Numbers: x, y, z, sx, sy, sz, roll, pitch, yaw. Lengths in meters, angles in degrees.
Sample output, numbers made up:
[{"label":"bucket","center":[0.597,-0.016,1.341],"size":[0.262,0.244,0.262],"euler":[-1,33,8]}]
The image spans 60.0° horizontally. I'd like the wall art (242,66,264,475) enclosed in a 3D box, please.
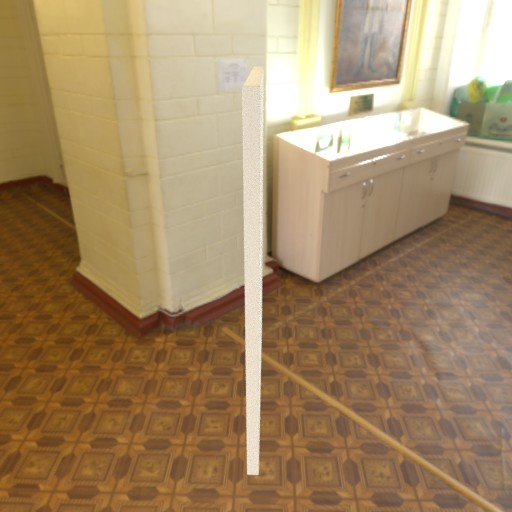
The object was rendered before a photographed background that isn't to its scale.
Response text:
[{"label":"wall art","center":[0.000,0.000,0.626],"size":[0.015,0.477,0.332],"euler":[1,26,1]}]
